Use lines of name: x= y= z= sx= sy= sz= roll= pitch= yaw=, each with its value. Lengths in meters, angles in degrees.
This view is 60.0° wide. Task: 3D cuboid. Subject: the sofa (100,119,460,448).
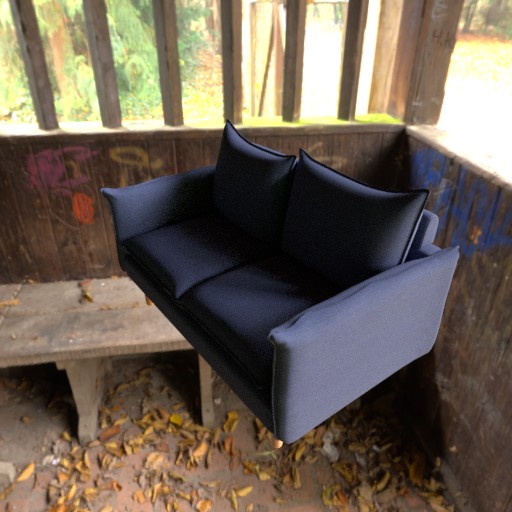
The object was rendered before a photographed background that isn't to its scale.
sofa: x=0.000 y=0.000 z=1.848 sx=0.820 sy=0.840 sz=1.300 roll=-21 pitch=36 yaw=-31
